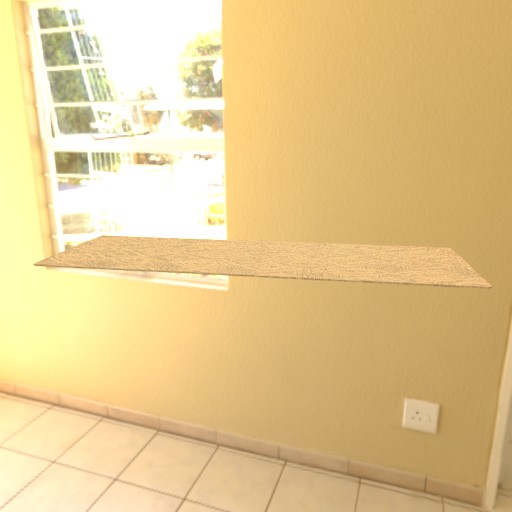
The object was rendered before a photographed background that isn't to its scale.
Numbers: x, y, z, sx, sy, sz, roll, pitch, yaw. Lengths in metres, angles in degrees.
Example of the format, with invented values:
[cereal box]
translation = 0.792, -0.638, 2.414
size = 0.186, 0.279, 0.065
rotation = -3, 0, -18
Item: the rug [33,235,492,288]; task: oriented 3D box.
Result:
[rug]
translation = 0.000, 0.000, 2.685
size = 2.436, 0.013, 0.807
rotation = 2, 15, 9
